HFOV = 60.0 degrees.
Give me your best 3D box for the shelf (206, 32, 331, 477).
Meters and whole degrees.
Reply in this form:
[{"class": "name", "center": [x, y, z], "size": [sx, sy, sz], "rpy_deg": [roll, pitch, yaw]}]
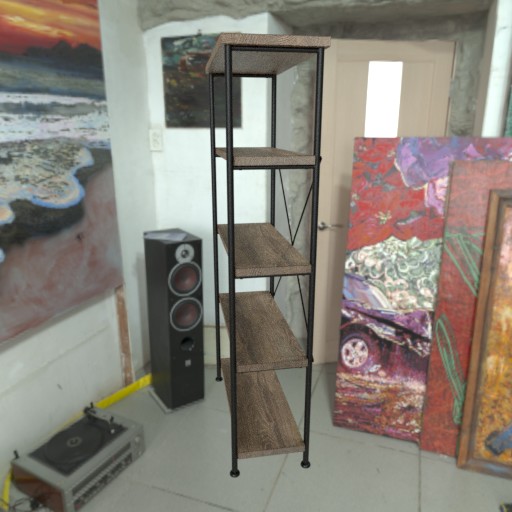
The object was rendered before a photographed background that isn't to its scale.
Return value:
[{"class": "shelf", "center": [0.000, 0.000, 2.032], "size": [0.360, 1.700, 0.800], "rpy_deg": [-3, 16, -9]}]
